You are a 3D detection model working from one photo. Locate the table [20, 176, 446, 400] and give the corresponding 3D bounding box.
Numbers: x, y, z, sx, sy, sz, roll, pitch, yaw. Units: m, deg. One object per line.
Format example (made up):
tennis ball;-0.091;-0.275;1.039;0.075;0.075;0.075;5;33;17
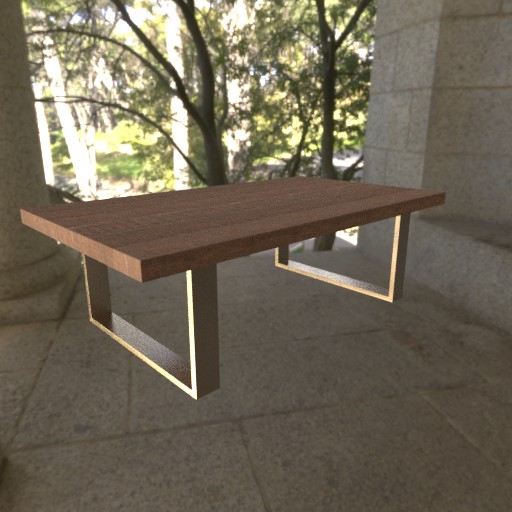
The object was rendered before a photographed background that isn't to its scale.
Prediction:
table;0.000;0.000;1.713;1.400;0.440;0.800;-15;22;-41
